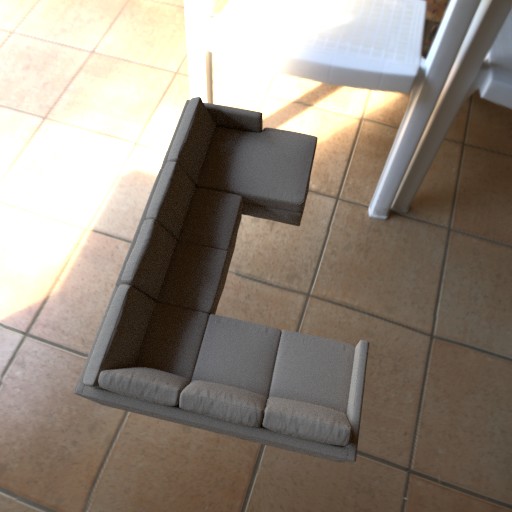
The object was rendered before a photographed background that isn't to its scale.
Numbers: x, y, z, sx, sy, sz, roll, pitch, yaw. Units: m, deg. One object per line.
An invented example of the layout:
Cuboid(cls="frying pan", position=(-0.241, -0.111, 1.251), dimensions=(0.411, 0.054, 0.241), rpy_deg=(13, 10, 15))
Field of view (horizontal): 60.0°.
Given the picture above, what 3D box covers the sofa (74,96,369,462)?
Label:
Cuboid(cls="sofa", position=(0.000, 0.000, 4.604), dimensions=(2.427, 0.882, 3.460), rpy_deg=(11, 65, 5))
